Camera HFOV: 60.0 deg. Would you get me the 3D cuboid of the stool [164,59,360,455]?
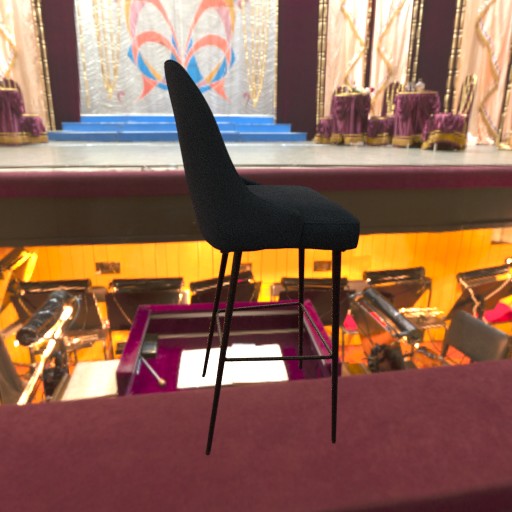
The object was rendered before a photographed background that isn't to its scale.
[{"bbox_3d":[0.000,0.000,1.358,0.489,1.079,0.527,-2,17,-8],"label":"stool"}]
